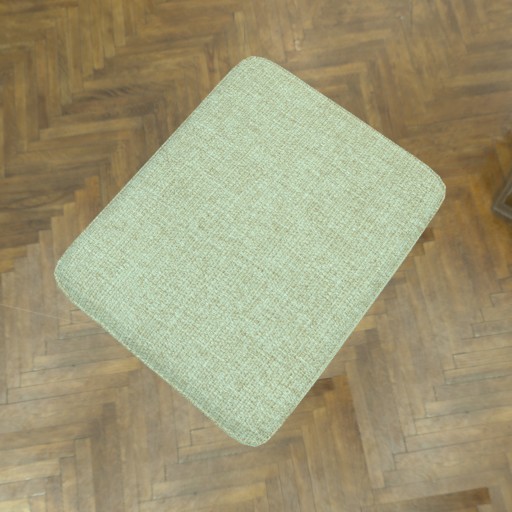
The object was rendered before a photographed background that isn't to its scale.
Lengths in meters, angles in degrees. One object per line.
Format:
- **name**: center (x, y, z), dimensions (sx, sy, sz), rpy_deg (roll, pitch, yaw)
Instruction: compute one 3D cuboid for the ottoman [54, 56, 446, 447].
- **ottoman**: center (0.000, 0.000, 1.143), dimensions (0.589, 0.537, 0.738), rpy_deg (37, 79, 9)
